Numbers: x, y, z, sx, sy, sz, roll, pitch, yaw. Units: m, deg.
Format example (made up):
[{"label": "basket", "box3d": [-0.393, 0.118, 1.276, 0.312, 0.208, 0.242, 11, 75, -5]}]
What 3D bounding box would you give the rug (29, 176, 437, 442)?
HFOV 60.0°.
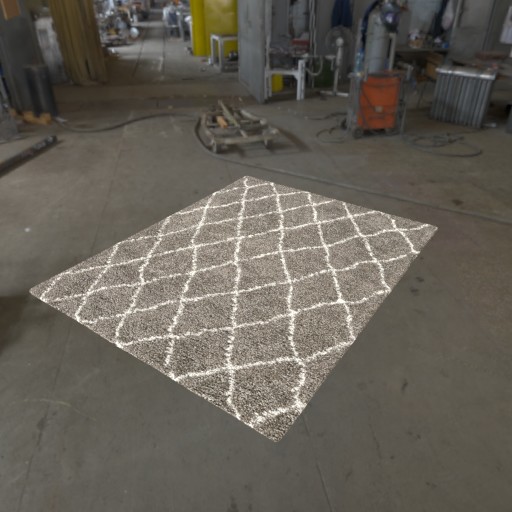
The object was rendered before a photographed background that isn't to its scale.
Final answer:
[{"label": "rug", "box3d": [0.000, 0.000, 4.095, 2.438, 0.029, 3.047, 21, 38, 29]}]
